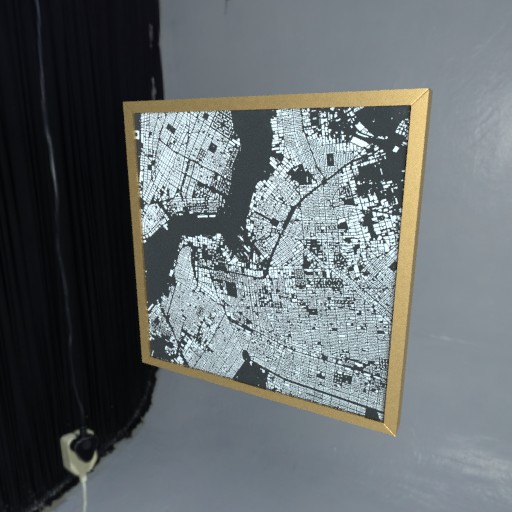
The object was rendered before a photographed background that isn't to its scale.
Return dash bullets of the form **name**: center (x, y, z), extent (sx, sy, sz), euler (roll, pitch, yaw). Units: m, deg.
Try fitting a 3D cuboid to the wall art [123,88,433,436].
- **wall art**: center (0.000, 0.000, 1.896), extent (1.284, 1.284, 0.095), euler (8, 17, 26)
